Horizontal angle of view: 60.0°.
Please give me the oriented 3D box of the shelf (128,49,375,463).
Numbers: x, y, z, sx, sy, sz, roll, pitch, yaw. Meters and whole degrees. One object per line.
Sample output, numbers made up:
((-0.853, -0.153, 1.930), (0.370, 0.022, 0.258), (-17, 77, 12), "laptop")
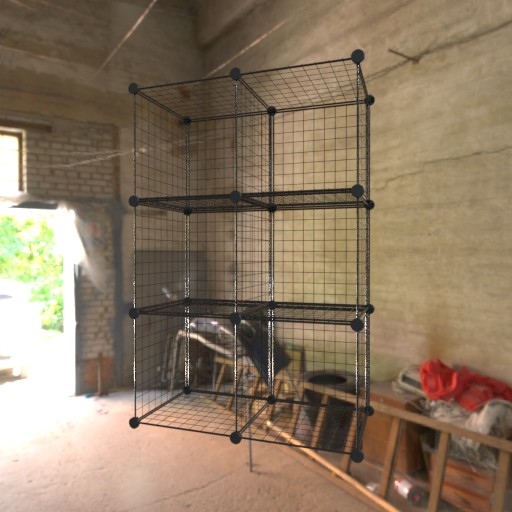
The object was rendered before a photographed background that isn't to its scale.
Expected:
((0.000, 0.000, 1.422), (0.711, 1.067, 0.356), (0, 0, 19), "shelf")
